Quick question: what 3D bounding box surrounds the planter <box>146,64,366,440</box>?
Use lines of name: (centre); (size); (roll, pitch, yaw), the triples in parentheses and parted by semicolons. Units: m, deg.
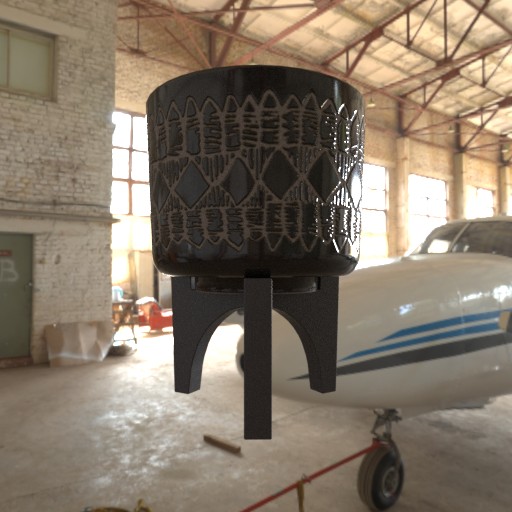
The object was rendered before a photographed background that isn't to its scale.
planter: (0.000, 0.000, 0.402); (0.196, 0.264, 0.196); (0, -1, -1)
